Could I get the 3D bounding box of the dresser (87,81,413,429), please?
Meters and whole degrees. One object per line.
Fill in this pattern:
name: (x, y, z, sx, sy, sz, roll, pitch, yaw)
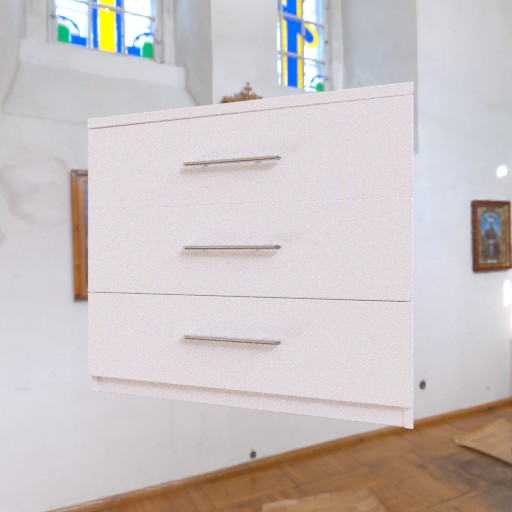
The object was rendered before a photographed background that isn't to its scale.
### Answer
dresser: (0.000, 0.000, 1.247, 0.830, 0.740, 0.420, 0, 0, 19)
